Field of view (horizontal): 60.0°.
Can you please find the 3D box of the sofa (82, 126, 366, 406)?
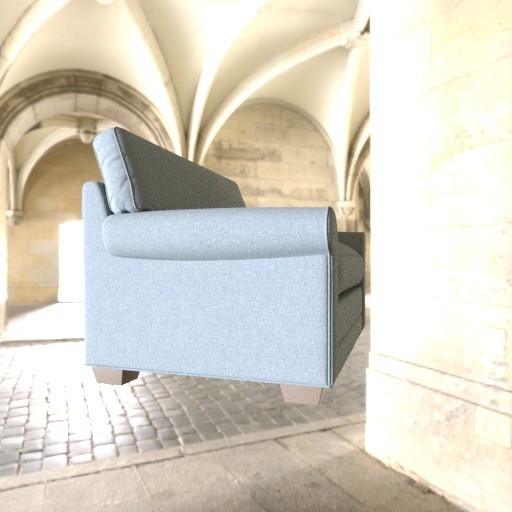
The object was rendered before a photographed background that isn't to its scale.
[{"bbox_3d":[0.000,0.000,2.095,0.940,0.953,1.410,0,-1,18],"label":"sofa"}]
